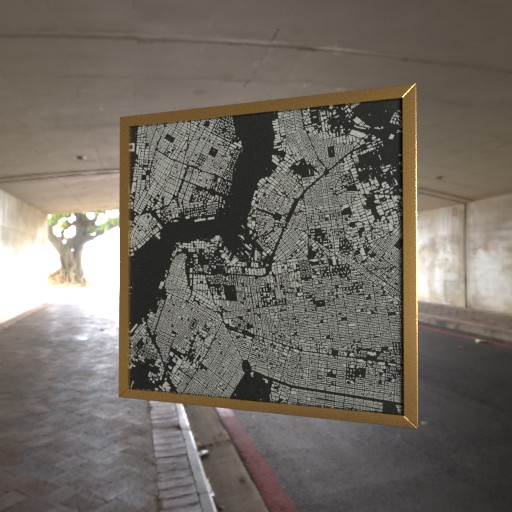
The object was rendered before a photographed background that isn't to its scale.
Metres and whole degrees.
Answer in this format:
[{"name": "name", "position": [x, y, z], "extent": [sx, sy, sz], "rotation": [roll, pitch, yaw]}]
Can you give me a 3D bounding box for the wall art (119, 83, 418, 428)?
[{"name": "wall art", "position": [0.000, 0.000, 0.448], "extent": [0.305, 0.305, 0.023], "rotation": [0, -1, 17]}]
